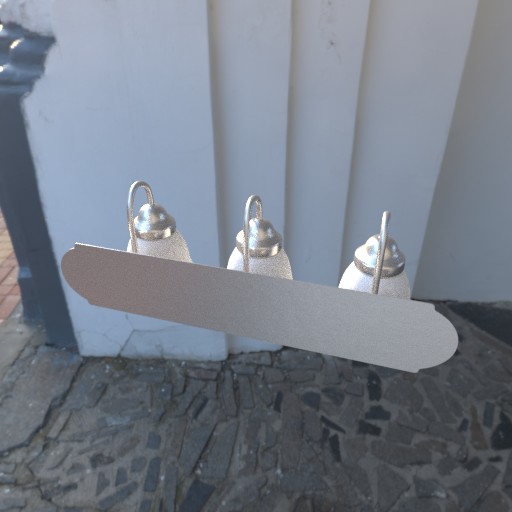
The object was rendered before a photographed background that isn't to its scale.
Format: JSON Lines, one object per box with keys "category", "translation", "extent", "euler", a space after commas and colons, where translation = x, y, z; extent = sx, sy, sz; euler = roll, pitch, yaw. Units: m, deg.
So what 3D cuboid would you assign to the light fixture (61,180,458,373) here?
{"category": "light fixture", "translation": [0.000, 0.000, 0.721], "extent": [0.610, 0.222, 0.199], "euler": [9, 32, 15]}
